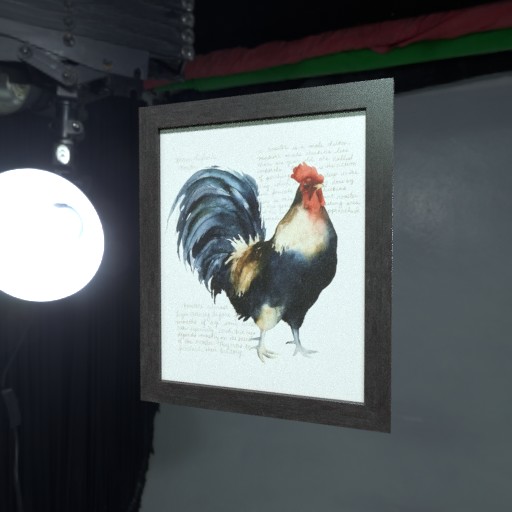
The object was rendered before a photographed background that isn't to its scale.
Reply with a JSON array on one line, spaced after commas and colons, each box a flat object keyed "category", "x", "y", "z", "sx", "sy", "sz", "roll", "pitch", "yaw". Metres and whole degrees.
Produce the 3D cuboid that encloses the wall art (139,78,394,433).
[{"category": "wall art", "x": 0.000, "y": 0.000, "z": 0.813, "sx": 0.479, "sy": 0.580, "sz": 0.027, "roll": 1, "pitch": 2, "yaw": 19}]
